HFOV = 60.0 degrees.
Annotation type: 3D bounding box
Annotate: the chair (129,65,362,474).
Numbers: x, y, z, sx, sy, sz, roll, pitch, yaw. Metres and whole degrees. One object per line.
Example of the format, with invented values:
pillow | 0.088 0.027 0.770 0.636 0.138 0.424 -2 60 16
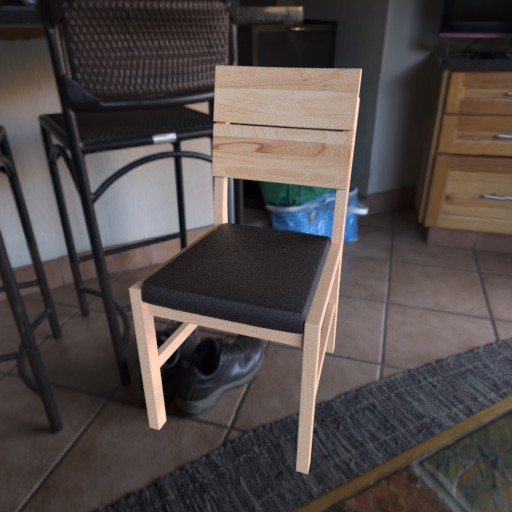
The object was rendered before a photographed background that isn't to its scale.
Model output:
chair | 0.000 0.000 1.248 0.475 0.950 0.560 9 28 17
